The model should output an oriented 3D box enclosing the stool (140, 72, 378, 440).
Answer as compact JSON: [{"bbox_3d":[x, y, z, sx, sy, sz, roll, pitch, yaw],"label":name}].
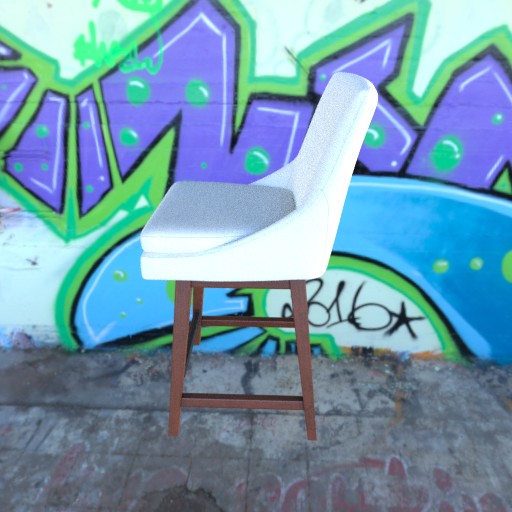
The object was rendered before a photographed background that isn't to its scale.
[{"bbox_3d":[0.000,0.000,1.316,0.559,0.991,0.469,1,27,2],"label":"stool"}]
